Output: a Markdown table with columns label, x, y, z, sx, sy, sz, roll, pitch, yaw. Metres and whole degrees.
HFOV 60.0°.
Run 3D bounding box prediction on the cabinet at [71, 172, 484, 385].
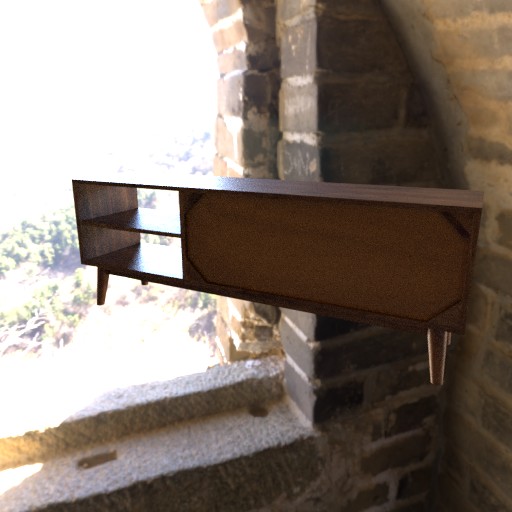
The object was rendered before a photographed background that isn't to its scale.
| label | x | y | z | sx | sy | sz | roll | pitch | yaw |
| --- | --- | --- | --- | --- | --- | --- | --- | --- | --- |
| cabinet | 0.000 | 0.000 | 1.647 | 1.448 | 0.528 | 0.349 | 8 | 18 | 26 |
